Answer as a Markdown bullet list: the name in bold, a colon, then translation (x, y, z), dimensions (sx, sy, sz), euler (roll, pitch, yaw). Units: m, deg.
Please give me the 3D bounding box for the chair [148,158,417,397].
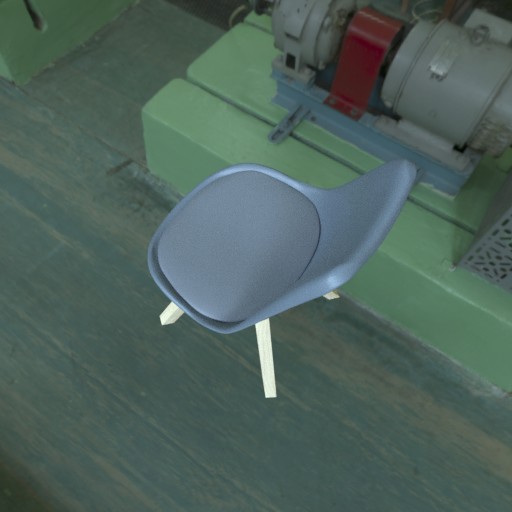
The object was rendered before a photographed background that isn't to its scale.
- **chair**: translation (0.000, 0.000, 1.179), dimensions (0.550, 0.850, 0.485), euler (31, 67, 15)
